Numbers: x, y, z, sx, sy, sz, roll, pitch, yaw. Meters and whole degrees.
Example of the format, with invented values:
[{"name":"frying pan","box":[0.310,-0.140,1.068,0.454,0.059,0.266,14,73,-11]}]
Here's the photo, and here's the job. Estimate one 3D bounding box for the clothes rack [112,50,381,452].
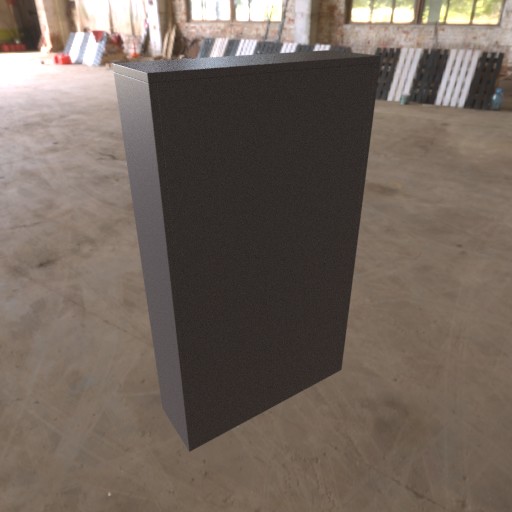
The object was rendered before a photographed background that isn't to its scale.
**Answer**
[{"name":"clothes rack","box":[0.000,0.000,1.569,0.750,1.280,0.250,-18,34,-29]}]
